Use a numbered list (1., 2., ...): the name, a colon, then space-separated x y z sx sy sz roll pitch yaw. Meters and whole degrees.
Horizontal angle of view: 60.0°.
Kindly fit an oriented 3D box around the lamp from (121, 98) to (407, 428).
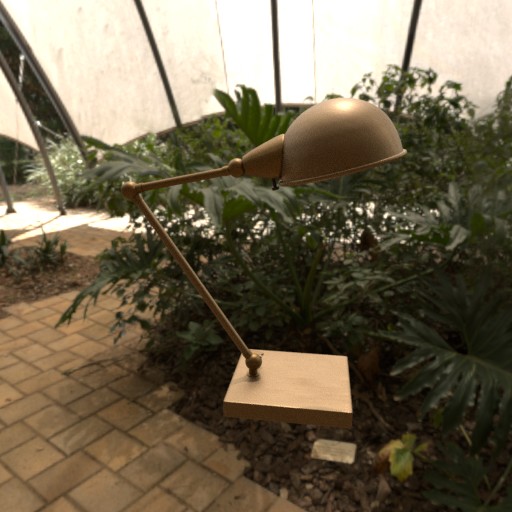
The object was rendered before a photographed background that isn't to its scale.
1. lamp: 0.000 0.000 0.554 0.339 0.371 0.149 2 16 8
